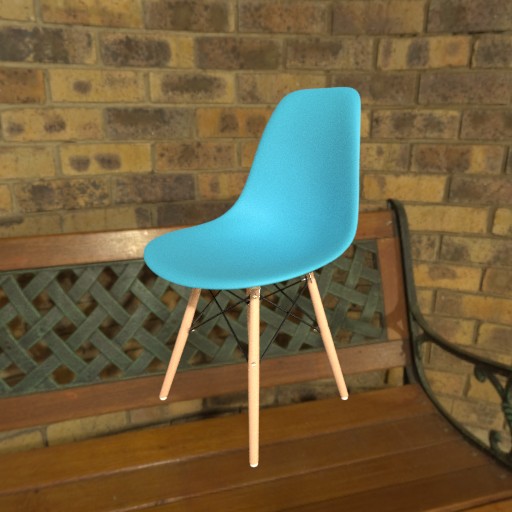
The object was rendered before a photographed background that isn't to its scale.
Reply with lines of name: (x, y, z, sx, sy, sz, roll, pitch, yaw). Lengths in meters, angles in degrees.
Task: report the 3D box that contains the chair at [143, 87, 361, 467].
chair: (0.000, 0.000, 1.128, 0.470, 0.826, 0.531, 16, 23, 42)
